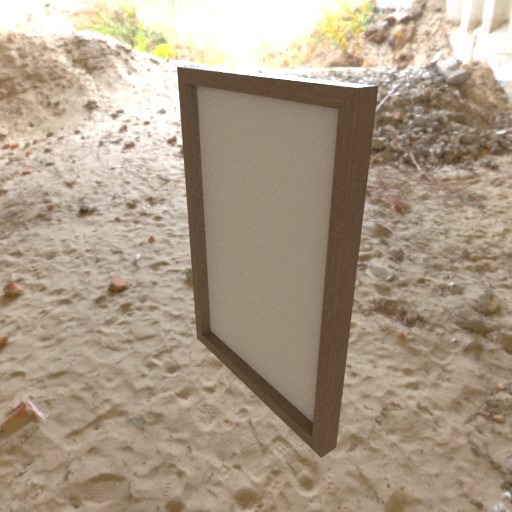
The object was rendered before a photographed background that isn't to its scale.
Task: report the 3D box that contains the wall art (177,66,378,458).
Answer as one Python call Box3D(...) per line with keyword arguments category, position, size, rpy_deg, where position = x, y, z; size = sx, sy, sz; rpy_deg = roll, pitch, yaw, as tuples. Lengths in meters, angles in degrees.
Box3D(category="wall art", position=(0.000, 0.000, 0.670), size=(0.032, 0.510, 0.358), rpy_deg=(-19, 32, -33))
